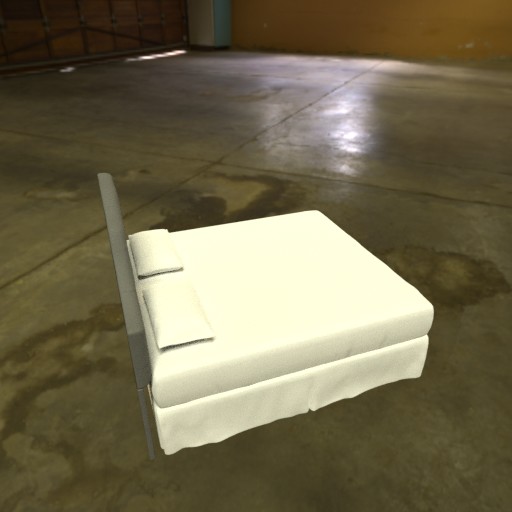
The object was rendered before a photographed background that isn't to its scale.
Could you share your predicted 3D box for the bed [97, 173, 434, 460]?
[{"bbox_3d":[0.000,0.000,3.644,2.214,1.615,2.008,-11,31,-18],"label":"bed"}]
